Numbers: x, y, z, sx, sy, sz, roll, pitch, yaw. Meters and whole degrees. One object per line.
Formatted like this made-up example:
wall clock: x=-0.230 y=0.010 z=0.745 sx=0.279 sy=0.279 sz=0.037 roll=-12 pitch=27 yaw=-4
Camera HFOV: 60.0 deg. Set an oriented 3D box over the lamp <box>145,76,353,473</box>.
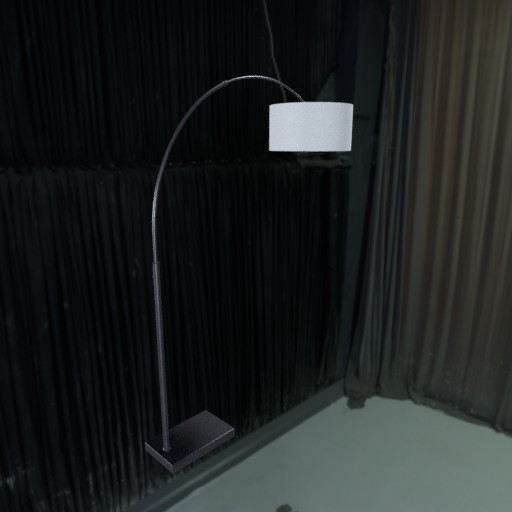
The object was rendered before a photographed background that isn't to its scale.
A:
lamp: x=0.000 y=0.000 z=2.534 sx=0.493 sy=1.927 sz=1.424 roll=14 pitch=20 yaw=43
